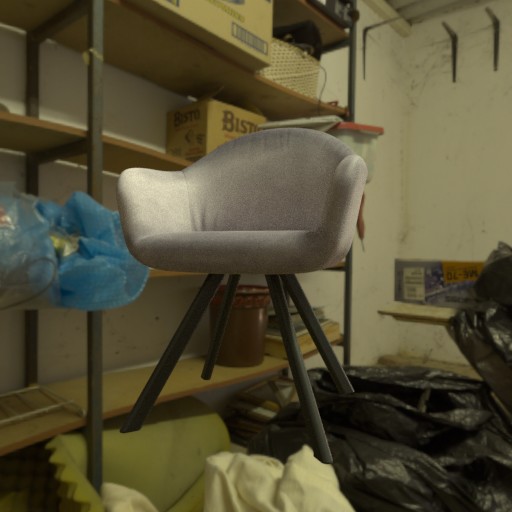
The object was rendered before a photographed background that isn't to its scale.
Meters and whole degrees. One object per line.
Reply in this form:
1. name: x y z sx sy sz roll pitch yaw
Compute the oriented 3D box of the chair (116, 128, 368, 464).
1. chair: 0.000 0.000 1.164 0.570 0.780 0.540 0 2 18
